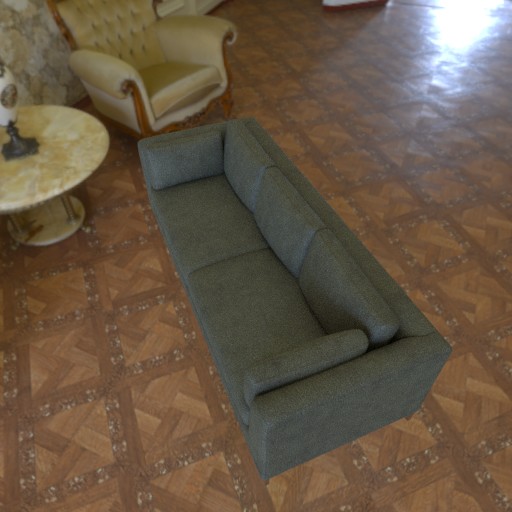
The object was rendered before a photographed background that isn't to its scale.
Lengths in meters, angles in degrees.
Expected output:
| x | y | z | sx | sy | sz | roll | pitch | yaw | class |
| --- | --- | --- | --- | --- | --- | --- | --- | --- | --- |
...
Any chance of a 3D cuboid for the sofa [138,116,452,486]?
| x | y | z | sx | sy | sz | roll | pitch | yaw | class |
| --- | --- | --- | --- | --- | --- | --- | --- | --- | --- |
| 0.000 | 0.000 | 2.920 | 0.969 | 0.867 | 2.415 | -17 | 47 | -16 | sofa |
